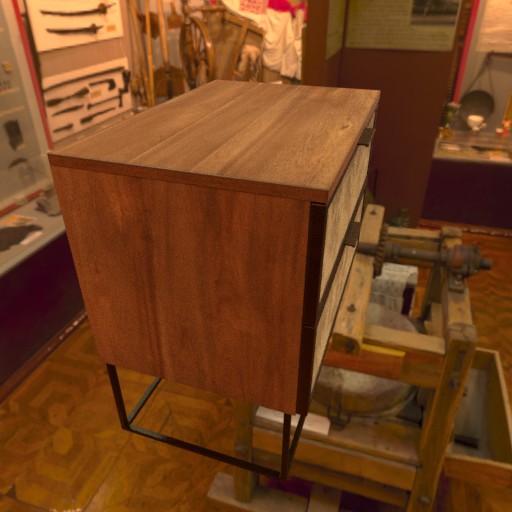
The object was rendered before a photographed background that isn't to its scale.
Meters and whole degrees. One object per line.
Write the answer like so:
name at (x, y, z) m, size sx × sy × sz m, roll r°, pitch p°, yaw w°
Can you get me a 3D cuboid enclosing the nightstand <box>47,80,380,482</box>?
nightstand at (0.000, 0.000, 0.978) m, size 0.427 × 0.611 × 0.605 m, roll 10°, pitch 33°, yaw 16°
